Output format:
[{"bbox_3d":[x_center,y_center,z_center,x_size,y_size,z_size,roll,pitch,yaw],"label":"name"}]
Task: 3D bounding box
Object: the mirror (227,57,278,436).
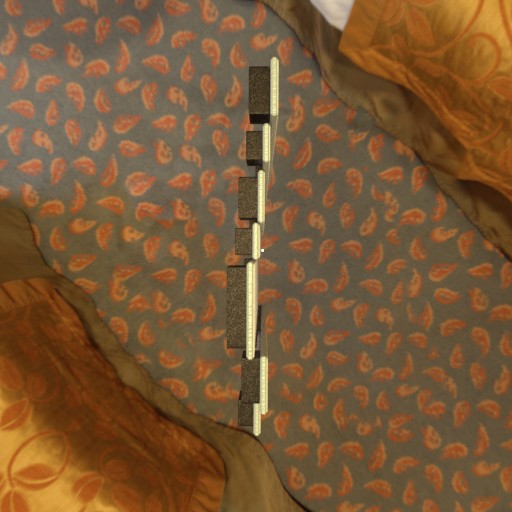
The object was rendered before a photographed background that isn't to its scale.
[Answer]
[{"bbox_3d":[0.000,0.000,0.786,0.058,0.611,0.445,0,91,1],"label":"mirror"}]
